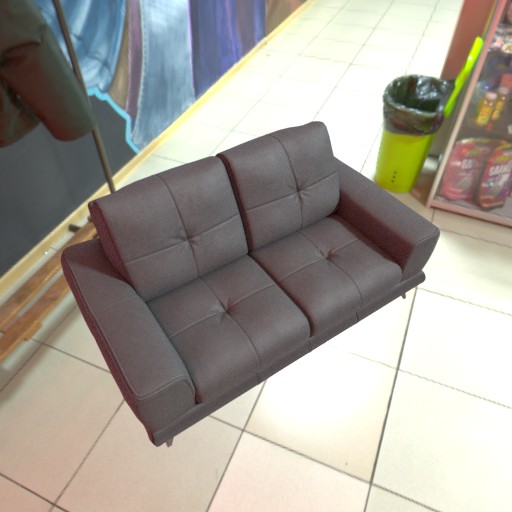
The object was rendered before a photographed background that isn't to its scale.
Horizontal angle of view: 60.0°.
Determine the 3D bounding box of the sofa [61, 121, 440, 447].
[{"bbox_3d":[0.000,0.000,2.377,1.806,0.907,1.018,-26,51,-23],"label":"sofa"}]
